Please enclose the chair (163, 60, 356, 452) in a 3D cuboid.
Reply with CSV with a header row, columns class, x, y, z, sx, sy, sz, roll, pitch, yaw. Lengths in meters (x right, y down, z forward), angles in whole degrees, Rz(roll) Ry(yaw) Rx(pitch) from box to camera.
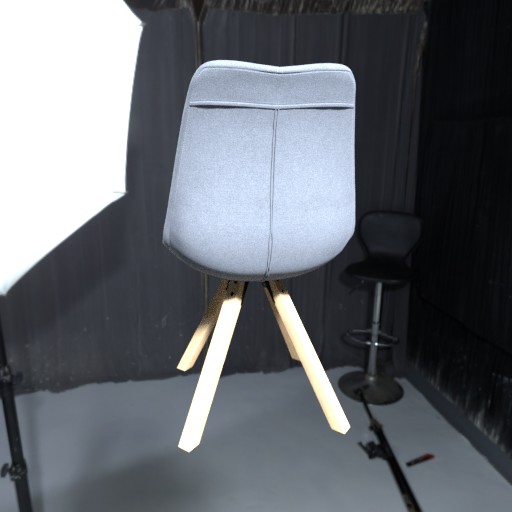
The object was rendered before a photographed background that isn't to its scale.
class,x,y,z,sx,sy,sz,roll,pitch,yaw
chair,0.000,0.000,1.163,0.474,0.863,0.549,-2,15,-9
